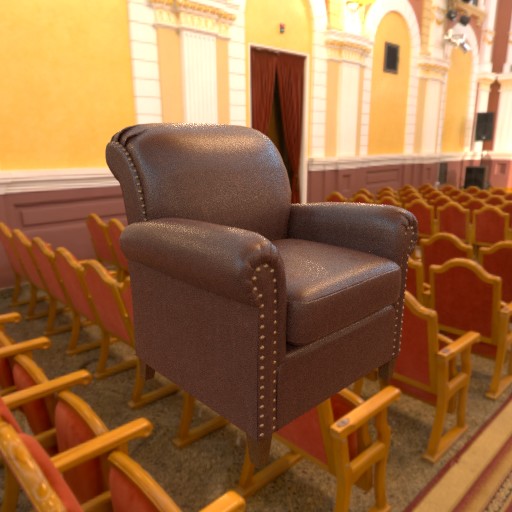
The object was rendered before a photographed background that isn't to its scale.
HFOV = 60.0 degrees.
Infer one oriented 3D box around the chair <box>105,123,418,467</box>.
[{"bbox_3d":[0.000,0.000,1.588,0.854,0.927,0.890,-13,20,-42],"label":"chair"}]
